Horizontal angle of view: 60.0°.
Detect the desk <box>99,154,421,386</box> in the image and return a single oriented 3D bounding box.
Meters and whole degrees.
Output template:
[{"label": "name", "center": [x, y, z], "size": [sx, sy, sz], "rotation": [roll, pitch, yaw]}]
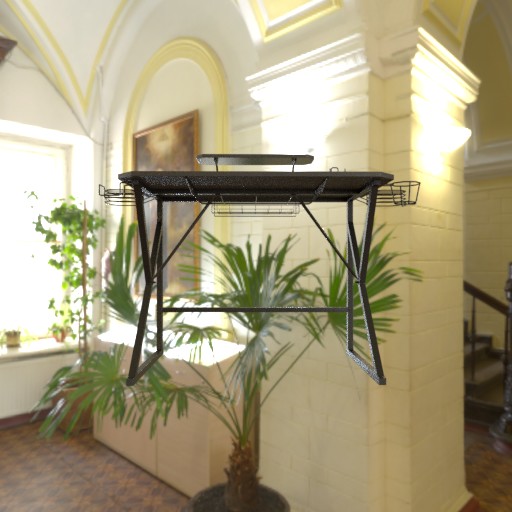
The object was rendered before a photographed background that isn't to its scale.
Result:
[{"label": "desk", "center": [0.000, 0.000, 1.787], "size": [1.290, 0.880, 0.580], "rotation": [0, -1, -1]}]
